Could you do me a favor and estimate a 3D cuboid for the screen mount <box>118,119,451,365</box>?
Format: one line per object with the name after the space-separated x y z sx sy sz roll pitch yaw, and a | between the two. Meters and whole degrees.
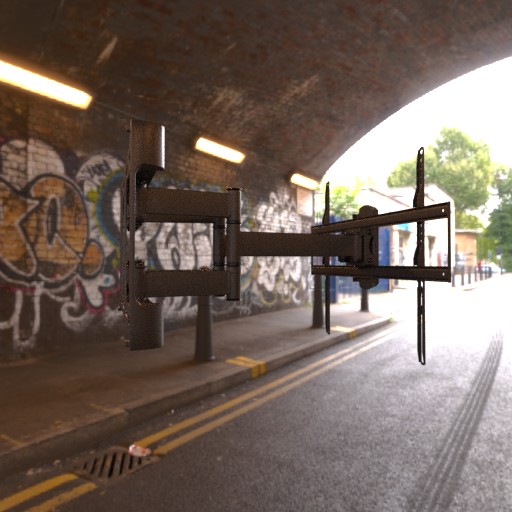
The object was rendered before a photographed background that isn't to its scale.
0.000 0.000 1.104 0.644 0.491 0.661 0 -1 -18 | screen mount
